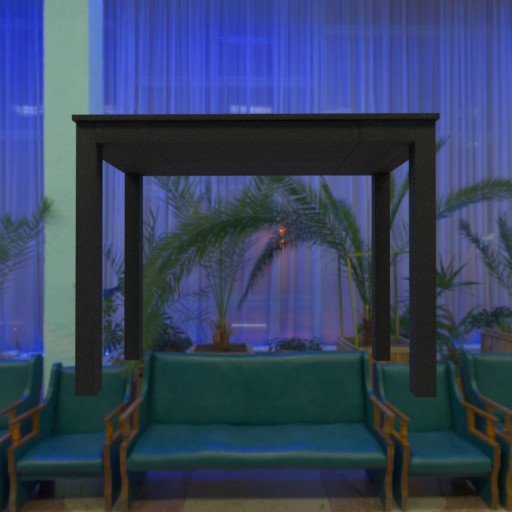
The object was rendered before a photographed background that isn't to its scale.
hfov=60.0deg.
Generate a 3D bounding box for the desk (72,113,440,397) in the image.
[{"bbox_3d":[0.000,0.000,1.438,0.991,0.762,0.499,0,-1,1],"label":"desk"}]
